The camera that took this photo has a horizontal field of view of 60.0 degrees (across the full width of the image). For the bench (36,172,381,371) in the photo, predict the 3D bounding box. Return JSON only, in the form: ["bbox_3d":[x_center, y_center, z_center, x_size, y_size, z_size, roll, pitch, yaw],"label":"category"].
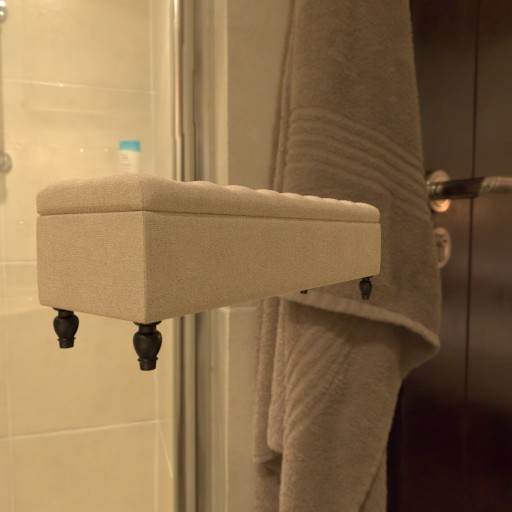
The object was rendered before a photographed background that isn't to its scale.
[{"bbox_3d":[0.000,0.000,1.690,0.455,0.467,1.480,2,4,36],"label":"bench"}]
